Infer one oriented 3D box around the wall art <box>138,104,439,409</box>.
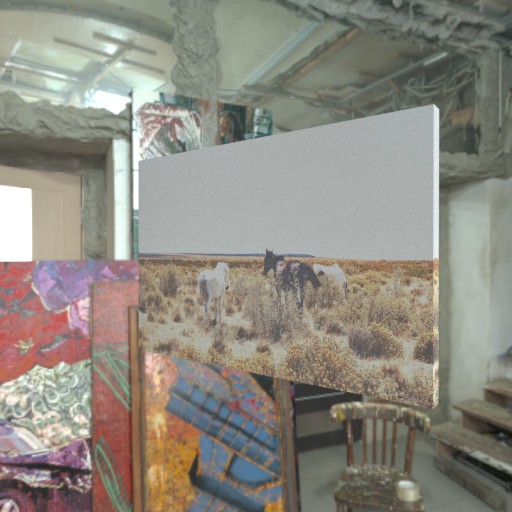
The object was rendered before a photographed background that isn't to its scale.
[{"bbox_3d":[0.000,0.000,1.463,1.138,0.761,0.051,0,0,36],"label":"wall art"}]
